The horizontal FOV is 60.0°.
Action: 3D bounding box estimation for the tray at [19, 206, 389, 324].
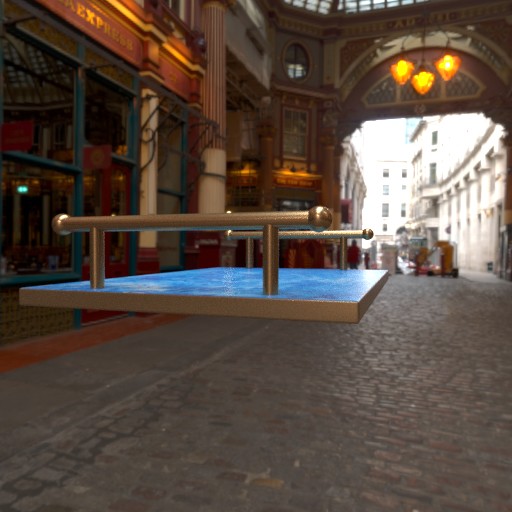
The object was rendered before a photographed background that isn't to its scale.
[{"bbox_3d":[0.000,0.000,0.563,0.304,0.084,0.444,0,1,19],"label":"tray"}]
